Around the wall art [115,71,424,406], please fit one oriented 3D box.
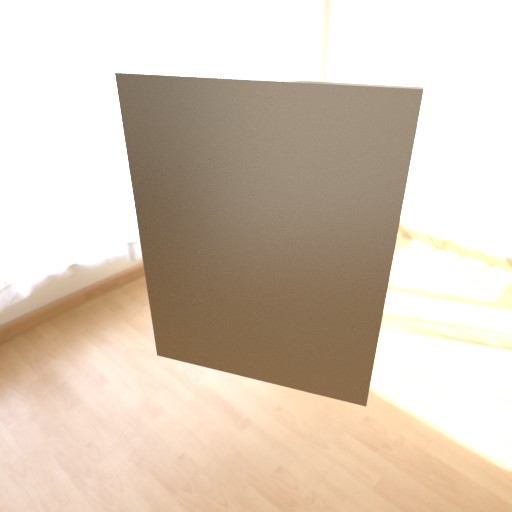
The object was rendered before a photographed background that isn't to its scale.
[{"bbox_3d":[0.000,0.000,1.397,0.816,1.046,0.030,9,32,16],"label":"wall art"}]
